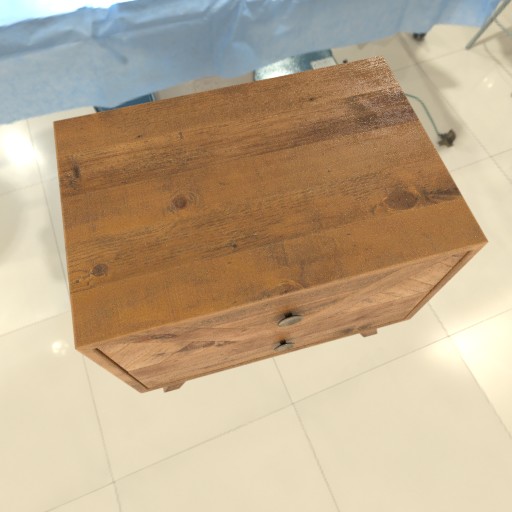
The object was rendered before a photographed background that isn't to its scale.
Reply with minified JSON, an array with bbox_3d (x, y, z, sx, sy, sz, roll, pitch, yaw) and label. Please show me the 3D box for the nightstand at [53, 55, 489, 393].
[{"bbox_3d":[0.000,0.000,1.025,0.650,0.599,0.450,-14,65,-7],"label":"nightstand"}]
